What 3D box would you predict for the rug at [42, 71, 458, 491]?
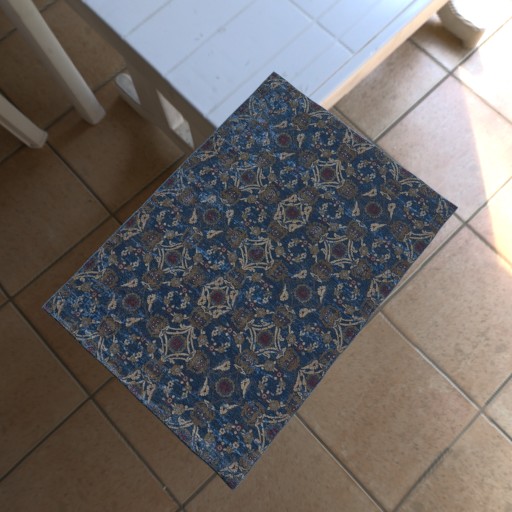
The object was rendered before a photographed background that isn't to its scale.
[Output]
[{"bbox_3d":[0.000,0.000,2.792,1.567,0.014,2.207,40,79,9],"label":"rug"}]
